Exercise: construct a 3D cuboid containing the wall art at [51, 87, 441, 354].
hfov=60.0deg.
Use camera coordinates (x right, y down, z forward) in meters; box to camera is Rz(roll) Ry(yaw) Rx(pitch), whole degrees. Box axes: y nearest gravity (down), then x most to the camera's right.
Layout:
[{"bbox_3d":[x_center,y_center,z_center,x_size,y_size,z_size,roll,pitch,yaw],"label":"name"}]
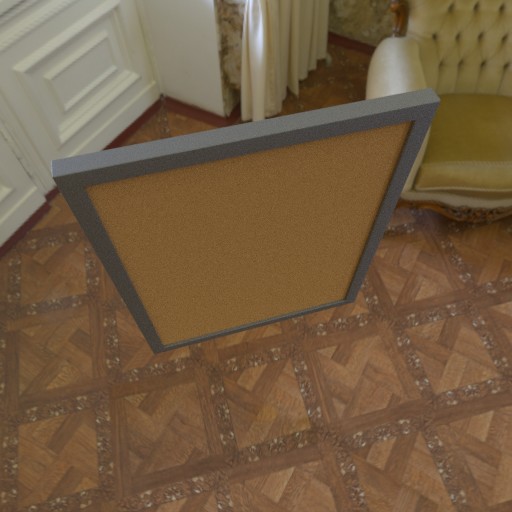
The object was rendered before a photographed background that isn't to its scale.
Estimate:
[{"bbox_3d":[0.000,0.000,0.748,0.458,0.558,0.029,-13,59,-8],"label":"wall art"}]
